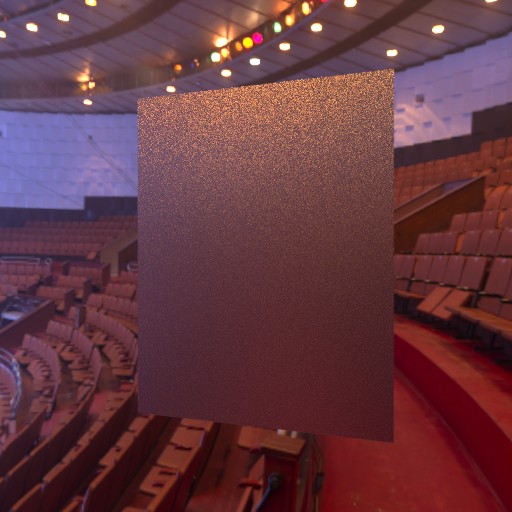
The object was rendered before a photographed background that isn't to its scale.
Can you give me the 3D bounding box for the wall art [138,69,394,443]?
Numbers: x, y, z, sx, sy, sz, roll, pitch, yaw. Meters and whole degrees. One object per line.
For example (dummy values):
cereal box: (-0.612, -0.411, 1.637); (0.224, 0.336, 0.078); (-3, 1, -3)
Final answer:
wall art: (0.000, 0.000, 1.374); (0.816, 1.046, 0.030); (0, 0, 17)
